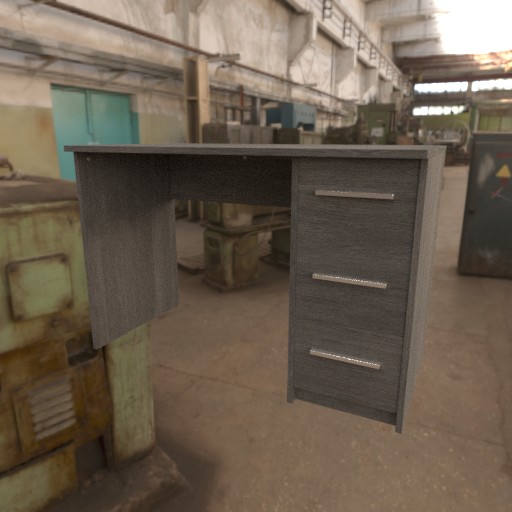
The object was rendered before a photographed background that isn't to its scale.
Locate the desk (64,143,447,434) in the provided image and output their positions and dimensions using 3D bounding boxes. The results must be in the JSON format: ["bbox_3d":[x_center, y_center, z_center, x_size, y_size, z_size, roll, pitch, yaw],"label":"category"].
[{"bbox_3d":[0.000,0.000,1.520,1.097,0.735,0.560,7,17,25],"label":"desk"}]
